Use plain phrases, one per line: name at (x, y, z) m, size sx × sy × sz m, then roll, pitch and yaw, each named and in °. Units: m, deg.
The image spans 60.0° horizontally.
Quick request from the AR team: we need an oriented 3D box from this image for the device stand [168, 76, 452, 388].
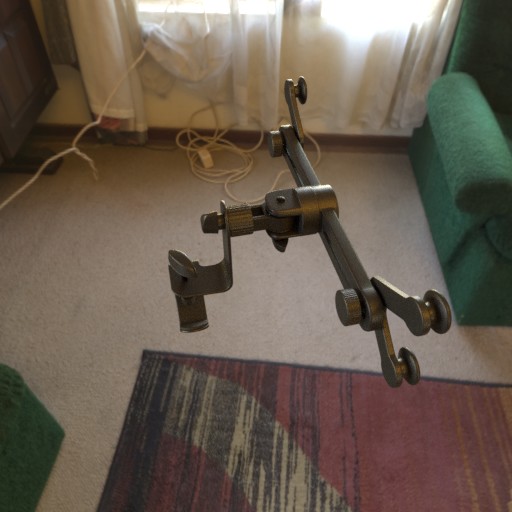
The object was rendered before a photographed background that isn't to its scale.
device stand at (0.000, 0.000, 0.356) m, size 0.142 × 0.166 × 0.270 m, roll -9°, pitch 48°, yaw -8°
